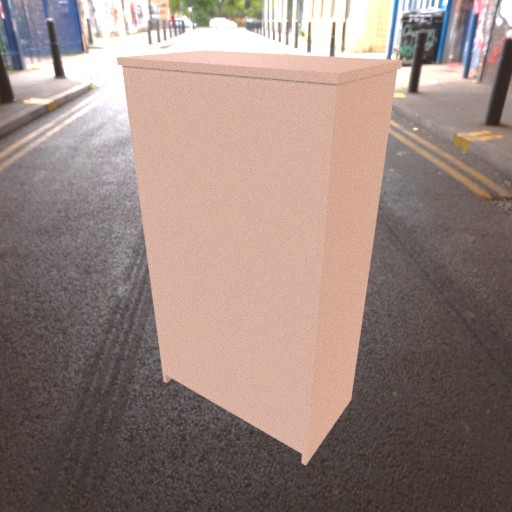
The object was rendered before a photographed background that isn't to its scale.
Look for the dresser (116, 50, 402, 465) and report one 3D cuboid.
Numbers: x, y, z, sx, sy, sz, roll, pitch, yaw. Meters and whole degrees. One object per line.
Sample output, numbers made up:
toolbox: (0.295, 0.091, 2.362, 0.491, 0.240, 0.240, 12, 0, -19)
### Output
dresser: (0.000, 0.000, 1.537, 0.704, 1.255, 0.399, 19, 34, 31)
